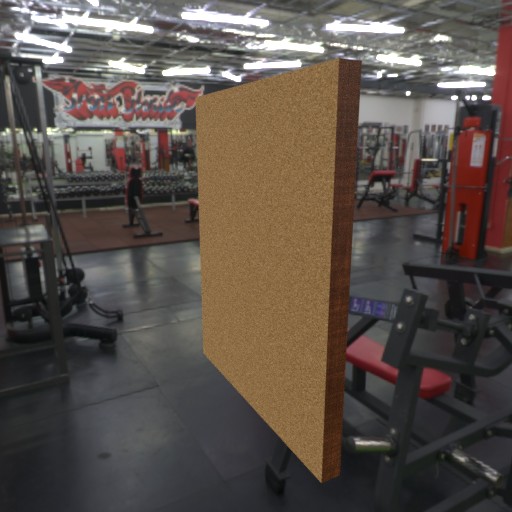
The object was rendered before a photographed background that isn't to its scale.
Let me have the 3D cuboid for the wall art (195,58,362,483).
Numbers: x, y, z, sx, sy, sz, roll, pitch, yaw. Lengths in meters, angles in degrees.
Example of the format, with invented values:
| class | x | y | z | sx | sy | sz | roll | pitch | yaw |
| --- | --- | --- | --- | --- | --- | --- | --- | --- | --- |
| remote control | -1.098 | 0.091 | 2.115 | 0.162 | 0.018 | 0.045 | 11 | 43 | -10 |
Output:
| class | x | y | z | sx | sy | sz | roll | pitch | yaw |
| --- | --- | --- | --- | --- | --- | --- | --- | --- | --- |
| wall art | 0.000 | 0.000 | 0.777 | 0.033 | 0.567 | 0.467 | -7 | 16 | -27 |
